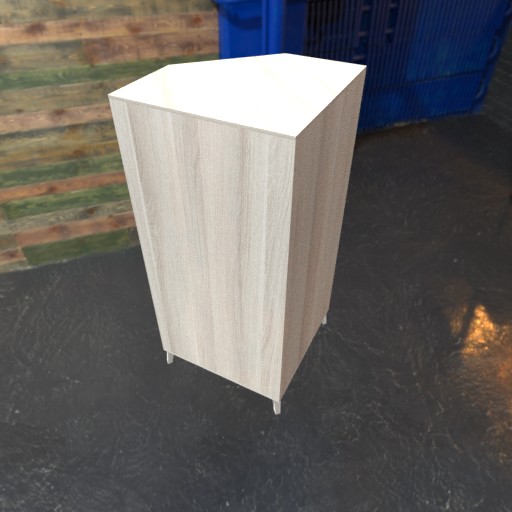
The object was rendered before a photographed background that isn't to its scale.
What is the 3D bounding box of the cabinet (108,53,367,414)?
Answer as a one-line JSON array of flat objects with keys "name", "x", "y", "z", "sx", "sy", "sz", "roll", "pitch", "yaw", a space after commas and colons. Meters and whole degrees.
[{"name": "cabinet", "x": 0.000, "y": 0.000, "z": 2.625, "sx": 1.272, "sy": 1.957, "sz": 0.969, "roll": -12, "pitch": 42, "yaw": -13}]
